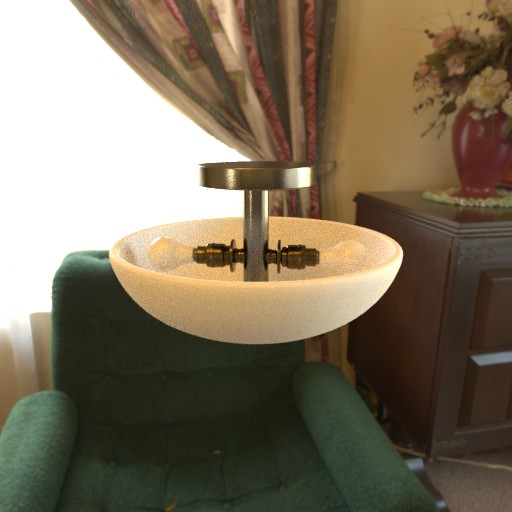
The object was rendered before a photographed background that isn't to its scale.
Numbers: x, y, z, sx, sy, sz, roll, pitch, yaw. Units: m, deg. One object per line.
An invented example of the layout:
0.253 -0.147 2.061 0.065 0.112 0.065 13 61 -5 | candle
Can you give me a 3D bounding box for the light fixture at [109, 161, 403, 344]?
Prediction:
0.000 0.000 0.527 0.330 0.214 0.330 0 15 0 | light fixture
